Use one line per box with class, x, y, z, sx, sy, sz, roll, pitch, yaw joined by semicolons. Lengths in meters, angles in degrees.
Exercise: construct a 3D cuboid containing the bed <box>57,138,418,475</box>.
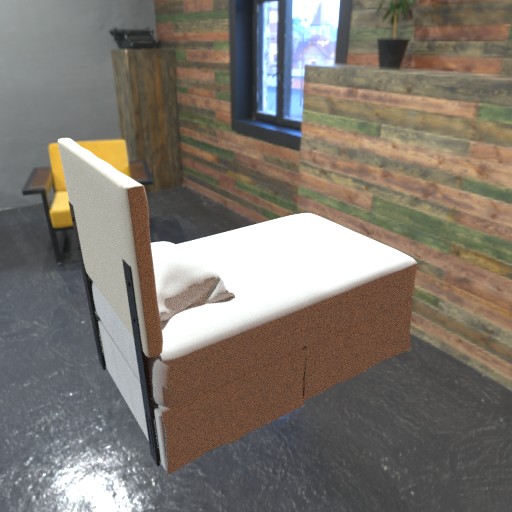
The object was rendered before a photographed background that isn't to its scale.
bed;0.000;0.000;2.928;1.997;1.571;1.261;-17;30;-31
